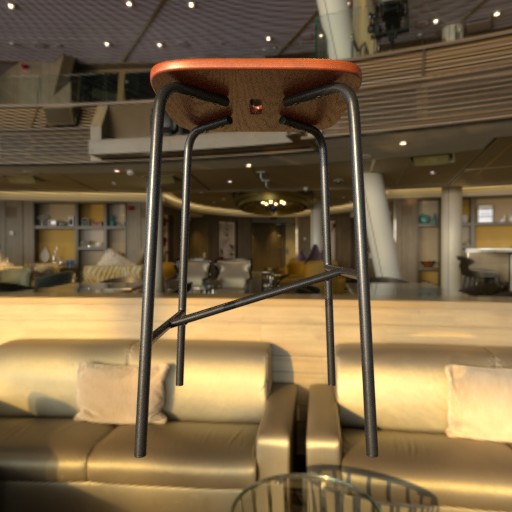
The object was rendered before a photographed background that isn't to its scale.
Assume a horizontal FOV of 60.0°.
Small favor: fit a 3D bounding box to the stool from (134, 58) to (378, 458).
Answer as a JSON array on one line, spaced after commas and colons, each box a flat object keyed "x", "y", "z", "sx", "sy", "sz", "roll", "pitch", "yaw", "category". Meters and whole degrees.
[{"x": 0.000, "y": 0.000, "z": 0.859, "sx": 0.376, "sy": 0.610, "sz": 0.376, "roll": 0, "pitch": 1, "yaw": 0, "category": "stool"}]
